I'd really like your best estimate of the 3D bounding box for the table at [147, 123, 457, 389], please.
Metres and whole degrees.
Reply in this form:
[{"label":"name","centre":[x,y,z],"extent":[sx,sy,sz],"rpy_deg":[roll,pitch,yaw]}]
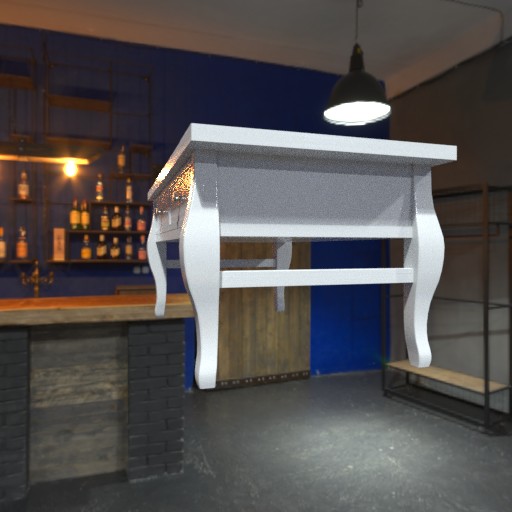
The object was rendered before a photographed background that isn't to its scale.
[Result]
[{"label":"table","centre":[0.000,0.000,1.390],"extent":[0.600,0.495,1.062],"rpy_deg":[0,1,-18]}]
